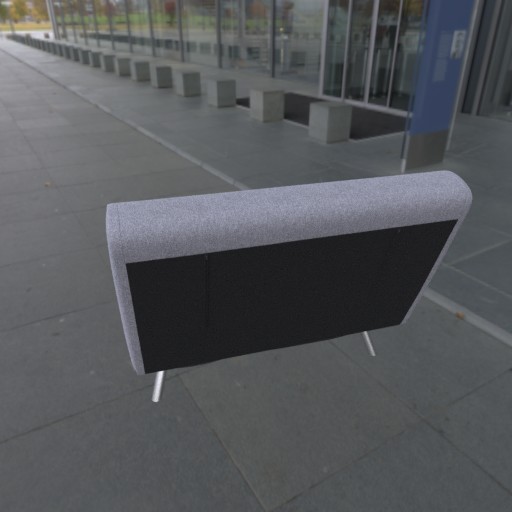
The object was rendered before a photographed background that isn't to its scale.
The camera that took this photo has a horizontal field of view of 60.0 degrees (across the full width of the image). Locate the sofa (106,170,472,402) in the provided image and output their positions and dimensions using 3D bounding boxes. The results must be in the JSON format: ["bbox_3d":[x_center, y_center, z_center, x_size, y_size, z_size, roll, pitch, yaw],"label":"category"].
[{"bbox_3d":[0.000,0.000,1.714,1.020,0.825,1.000,-8,29,-14],"label":"sofa"}]
